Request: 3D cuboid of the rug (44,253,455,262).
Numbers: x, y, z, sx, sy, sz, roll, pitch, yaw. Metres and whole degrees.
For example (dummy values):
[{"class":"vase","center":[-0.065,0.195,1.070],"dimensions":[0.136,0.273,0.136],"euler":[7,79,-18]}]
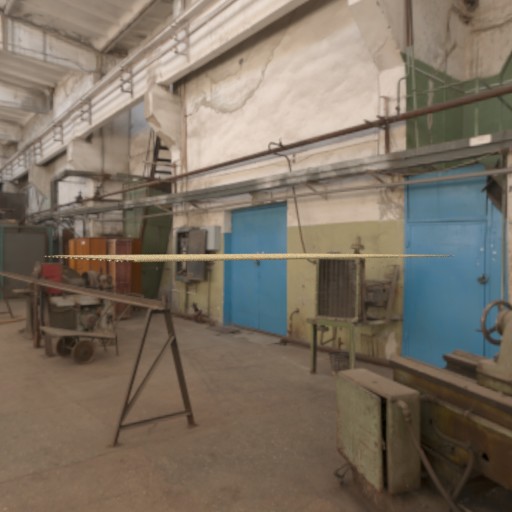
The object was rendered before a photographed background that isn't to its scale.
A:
[{"class":"rug","center":[0.000,0.000,3.073],"dimensions":[2.435,0.010,1.544],"euler":[-1,1,-36]}]
